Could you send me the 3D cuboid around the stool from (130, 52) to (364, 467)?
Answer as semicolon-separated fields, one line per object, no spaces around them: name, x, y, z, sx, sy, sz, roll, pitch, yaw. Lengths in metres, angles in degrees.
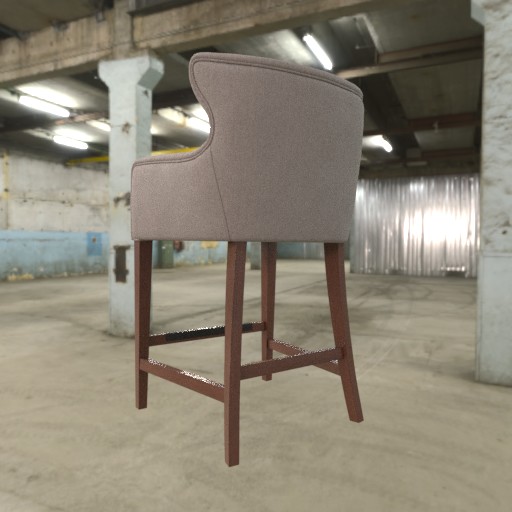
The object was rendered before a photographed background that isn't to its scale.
stool;0.000;0.000;1.307;0.575;0.951;0.575;-1;1;-36
